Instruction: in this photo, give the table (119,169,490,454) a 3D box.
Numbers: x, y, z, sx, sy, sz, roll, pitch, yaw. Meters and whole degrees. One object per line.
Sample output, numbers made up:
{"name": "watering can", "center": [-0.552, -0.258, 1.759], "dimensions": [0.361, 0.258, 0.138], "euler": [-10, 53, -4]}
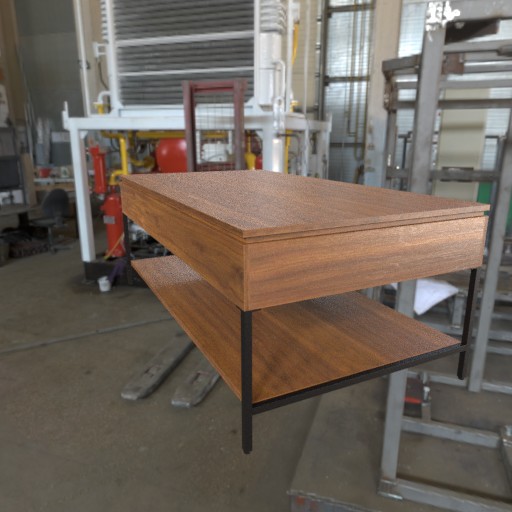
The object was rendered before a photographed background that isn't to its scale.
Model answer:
{"name": "table", "center": [0.000, 0.000, 1.319], "dimensions": [0.574, 0.414, 1.057], "euler": [-8, 17, -26]}
